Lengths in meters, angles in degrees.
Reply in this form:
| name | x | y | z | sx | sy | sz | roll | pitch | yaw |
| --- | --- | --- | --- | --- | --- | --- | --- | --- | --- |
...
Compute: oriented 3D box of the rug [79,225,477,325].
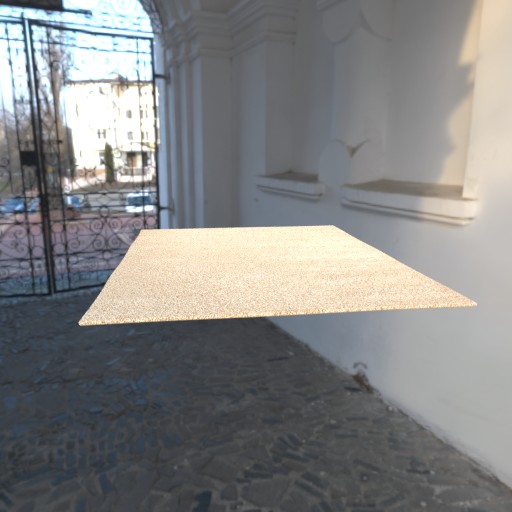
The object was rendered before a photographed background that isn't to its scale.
| name | x | y | z | sx | sy | sz | roll | pitch | yaw |
| --- | --- | --- | --- | --- | --- | --- | --- | --- | --- |
| rug | 0.000 | 0.000 | 4.078 | 2.400 | 0.026 | 3.000 | -2 | 13 | -7 |
